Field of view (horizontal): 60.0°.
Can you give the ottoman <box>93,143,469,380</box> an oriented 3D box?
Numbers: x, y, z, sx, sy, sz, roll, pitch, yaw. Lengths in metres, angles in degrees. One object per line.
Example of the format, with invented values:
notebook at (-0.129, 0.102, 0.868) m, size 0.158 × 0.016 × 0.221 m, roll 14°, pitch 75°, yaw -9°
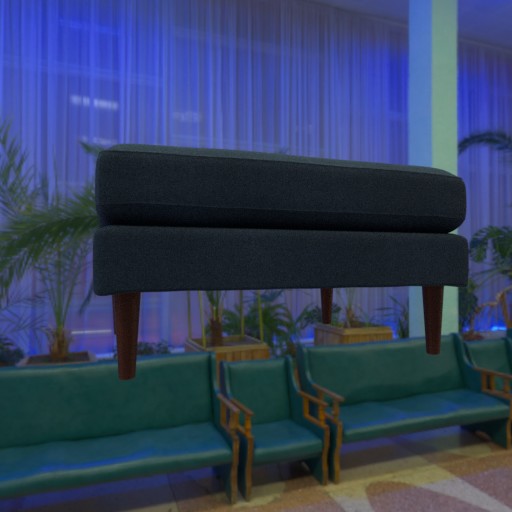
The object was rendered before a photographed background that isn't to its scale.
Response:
ottoman at (0.000, 0.000, 1.212) m, size 0.821 × 0.474 × 0.693 m, roll 0°, pitch -1°, yaw -19°
